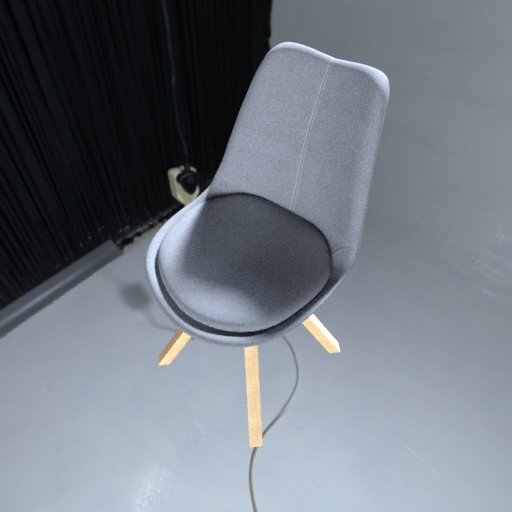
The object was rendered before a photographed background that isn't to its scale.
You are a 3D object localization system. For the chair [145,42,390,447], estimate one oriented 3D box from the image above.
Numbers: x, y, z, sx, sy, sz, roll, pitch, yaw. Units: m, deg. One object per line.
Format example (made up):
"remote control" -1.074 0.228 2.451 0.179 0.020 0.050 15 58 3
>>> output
"chair" 0.000 0.000 1.144 0.474 0.863 0.549 32 54 27
